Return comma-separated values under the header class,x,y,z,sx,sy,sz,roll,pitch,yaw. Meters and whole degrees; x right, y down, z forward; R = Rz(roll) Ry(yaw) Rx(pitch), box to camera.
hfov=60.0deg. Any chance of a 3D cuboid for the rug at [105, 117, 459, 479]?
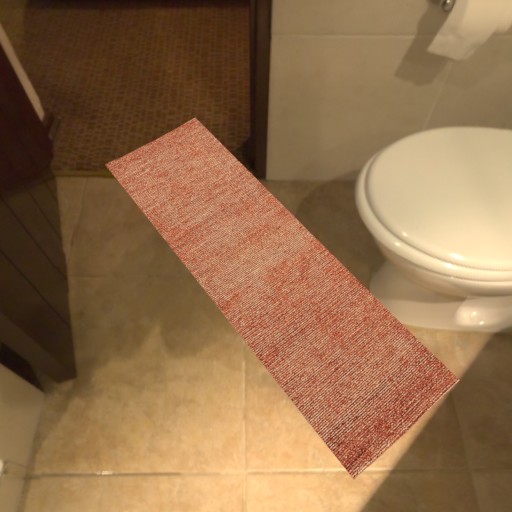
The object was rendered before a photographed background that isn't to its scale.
class,x,y,z,sx,sy,sz,roll,pitch,yaw
rug,0.000,0.000,2.538,0.718,0.013,2.353,-33,64,-18
